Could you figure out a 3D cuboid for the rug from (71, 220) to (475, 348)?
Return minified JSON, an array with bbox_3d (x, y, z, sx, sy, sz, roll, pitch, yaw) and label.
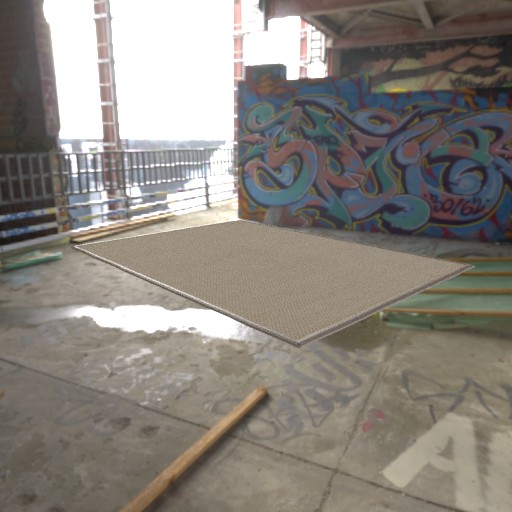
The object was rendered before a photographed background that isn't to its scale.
[{"bbox_3d":[0.000,0.000,2.785,1.525,0.020,2.081,-13,20,-42],"label":"rug"}]
